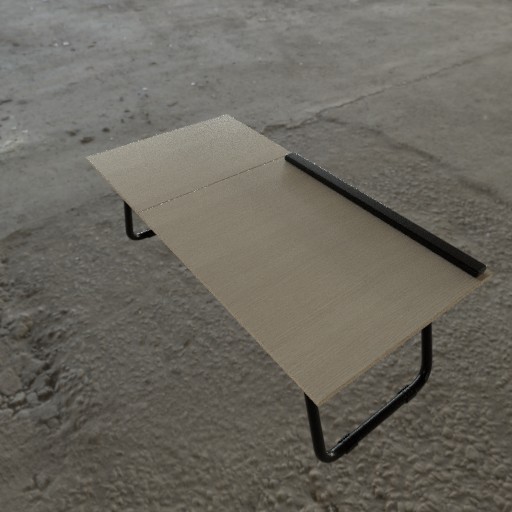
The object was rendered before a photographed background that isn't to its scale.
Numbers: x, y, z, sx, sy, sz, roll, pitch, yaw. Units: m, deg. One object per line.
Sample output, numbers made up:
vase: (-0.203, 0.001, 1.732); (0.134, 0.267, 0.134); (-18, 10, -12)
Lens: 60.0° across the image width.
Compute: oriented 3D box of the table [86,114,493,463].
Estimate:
table: (0.000, 0.000, 0.792); (0.322, 0.242, 0.644); (-27, 48, -27)
